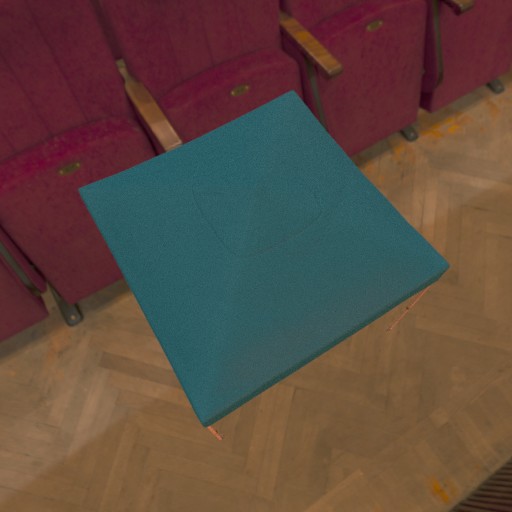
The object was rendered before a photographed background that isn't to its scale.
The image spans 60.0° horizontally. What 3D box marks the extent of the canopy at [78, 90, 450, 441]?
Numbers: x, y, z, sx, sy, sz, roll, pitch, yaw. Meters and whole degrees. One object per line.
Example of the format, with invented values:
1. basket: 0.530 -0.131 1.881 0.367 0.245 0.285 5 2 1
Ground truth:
1. canopy: 0.000 0.000 5.526 2.998 2.997 2.996 -29 67 -13
